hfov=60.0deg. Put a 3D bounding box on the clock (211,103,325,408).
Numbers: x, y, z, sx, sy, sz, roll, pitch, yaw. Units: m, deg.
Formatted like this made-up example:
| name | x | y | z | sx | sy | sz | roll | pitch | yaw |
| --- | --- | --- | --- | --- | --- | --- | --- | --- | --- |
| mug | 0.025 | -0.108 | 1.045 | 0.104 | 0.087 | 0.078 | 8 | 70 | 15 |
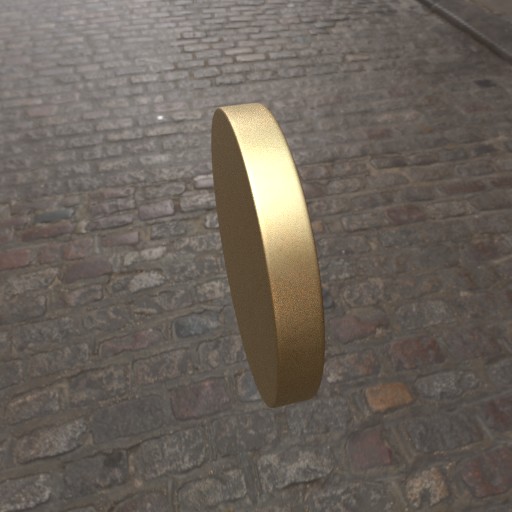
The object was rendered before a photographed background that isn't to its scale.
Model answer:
| name | x | y | z | sx | sy | sz | roll | pitch | yaw |
| --- | --- | --- | --- | --- | --- | --- | --- | --- | --- |
| clock | 0.000 | 0.000 | 0.483 | 0.040 | 0.314 | 0.314 | -10 | 47 | -10 |
